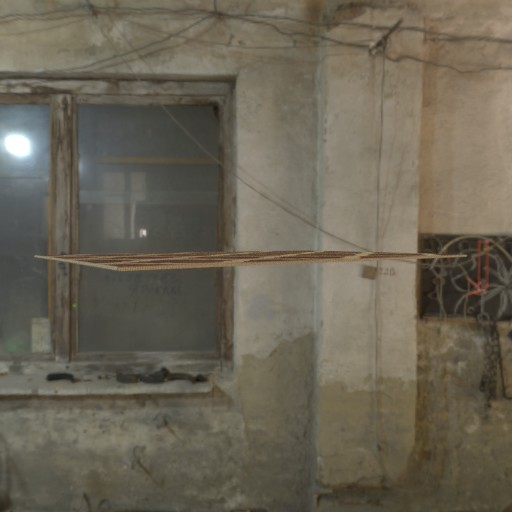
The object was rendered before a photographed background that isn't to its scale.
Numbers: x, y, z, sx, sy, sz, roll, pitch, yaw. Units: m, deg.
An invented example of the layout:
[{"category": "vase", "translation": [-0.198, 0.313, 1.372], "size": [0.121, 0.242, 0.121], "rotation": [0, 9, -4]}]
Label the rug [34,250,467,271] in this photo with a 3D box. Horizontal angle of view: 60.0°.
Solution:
[{"category": "rug", "translation": [0.000, 0.000, 2.804], "size": [2.290, 0.014, 1.526], "rotation": [-1, 3, -36]}]
